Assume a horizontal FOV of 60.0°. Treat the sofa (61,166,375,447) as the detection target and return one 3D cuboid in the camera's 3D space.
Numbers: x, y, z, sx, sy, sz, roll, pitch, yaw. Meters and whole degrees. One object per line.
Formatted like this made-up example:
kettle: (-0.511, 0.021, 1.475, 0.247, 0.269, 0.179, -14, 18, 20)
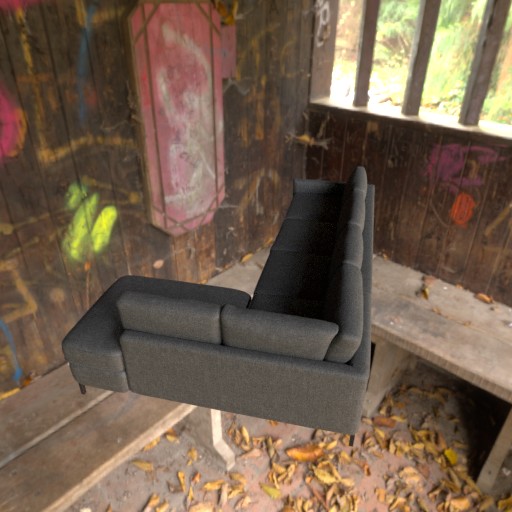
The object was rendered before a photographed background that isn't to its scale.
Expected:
sofa: (0.000, 0.000, 3.940, 1.984, 0.858, 2.972, 7, 32, 11)
